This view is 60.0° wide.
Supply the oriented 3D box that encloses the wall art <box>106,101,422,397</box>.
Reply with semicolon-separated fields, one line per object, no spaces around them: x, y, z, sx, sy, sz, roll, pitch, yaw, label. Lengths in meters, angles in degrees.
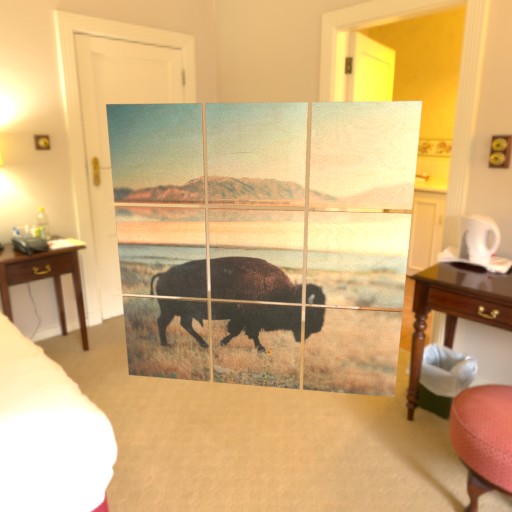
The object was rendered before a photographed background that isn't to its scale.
0.000;0.000;2.339;1.533;1.532;0.019;2;16;8;wall art
